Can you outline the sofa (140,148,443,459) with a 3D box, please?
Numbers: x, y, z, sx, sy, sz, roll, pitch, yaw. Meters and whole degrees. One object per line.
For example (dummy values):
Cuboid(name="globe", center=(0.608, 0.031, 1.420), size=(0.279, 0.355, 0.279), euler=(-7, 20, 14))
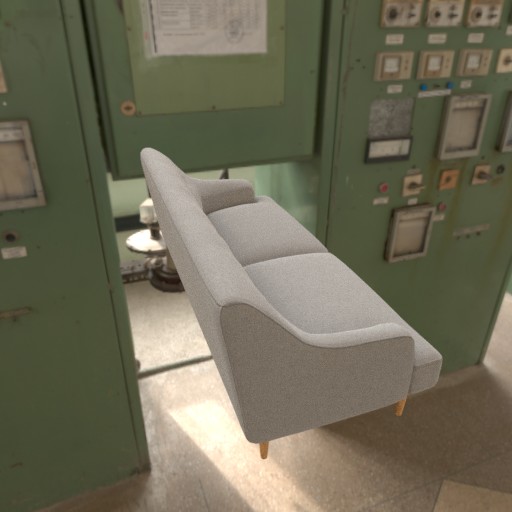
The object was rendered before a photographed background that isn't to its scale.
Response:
Cuboid(name="sofa", center=(0.000, 0.000, 2.530), size=(0.978, 0.871, 2.057), euler=(-10, 30, -18))
